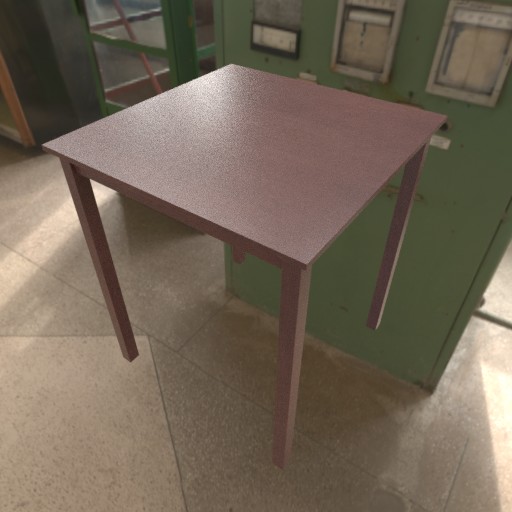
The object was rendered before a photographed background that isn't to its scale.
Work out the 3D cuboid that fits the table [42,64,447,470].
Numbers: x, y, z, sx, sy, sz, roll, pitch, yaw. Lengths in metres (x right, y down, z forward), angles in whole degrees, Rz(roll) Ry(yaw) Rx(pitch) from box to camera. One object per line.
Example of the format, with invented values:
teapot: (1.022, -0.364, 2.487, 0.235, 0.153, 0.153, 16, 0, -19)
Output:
table: (0.000, 0.000, 1.638, 0.861, 0.991, 0.861, 25, 47, 26)
